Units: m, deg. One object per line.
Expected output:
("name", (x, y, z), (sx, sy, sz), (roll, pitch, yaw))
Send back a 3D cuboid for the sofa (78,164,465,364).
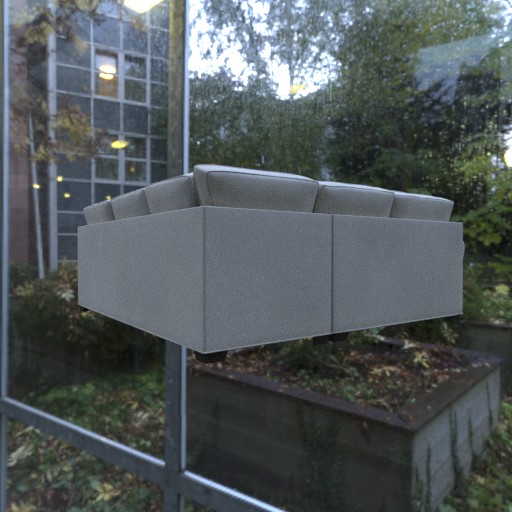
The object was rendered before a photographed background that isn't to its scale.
("sofa", (0.000, 0.000, 3.967), (2.487, 1.054, 2.569), (-1, 1, -36))
